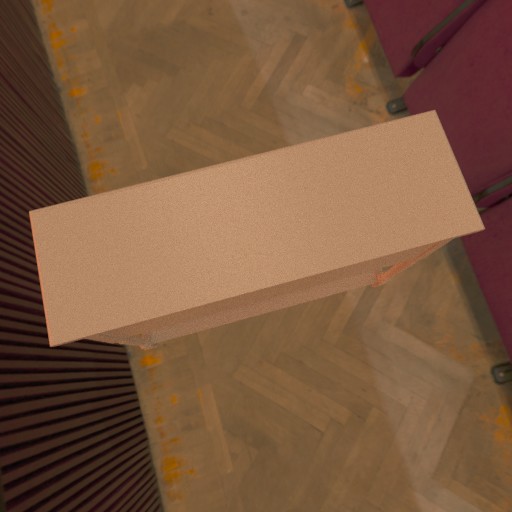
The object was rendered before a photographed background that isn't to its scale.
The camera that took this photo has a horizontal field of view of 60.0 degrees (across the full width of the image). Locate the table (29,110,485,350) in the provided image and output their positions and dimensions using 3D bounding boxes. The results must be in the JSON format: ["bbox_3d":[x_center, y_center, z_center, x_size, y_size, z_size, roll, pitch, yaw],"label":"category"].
[{"bbox_3d":[0.000,0.000,1.603,1.197,0.808,0.384,-15,76,-4],"label":"table"}]
